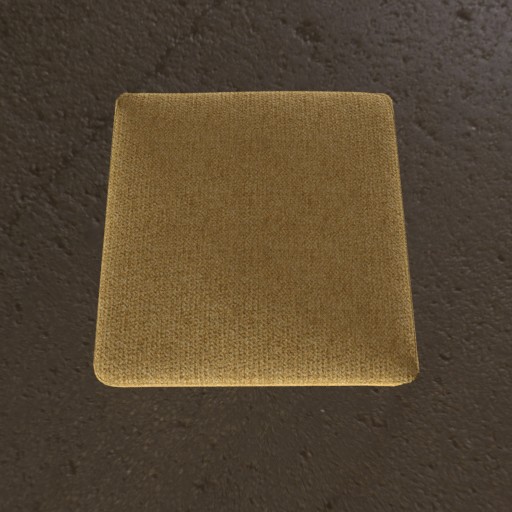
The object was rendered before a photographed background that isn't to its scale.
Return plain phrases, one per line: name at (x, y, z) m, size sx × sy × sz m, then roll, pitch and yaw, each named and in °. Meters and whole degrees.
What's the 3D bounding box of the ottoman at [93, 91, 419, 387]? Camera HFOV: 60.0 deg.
ottoman at (0.000, 0.000, 0.913) m, size 0.505 × 0.441 × 0.512 m, roll 0°, pitch 75°, yaw 0°
